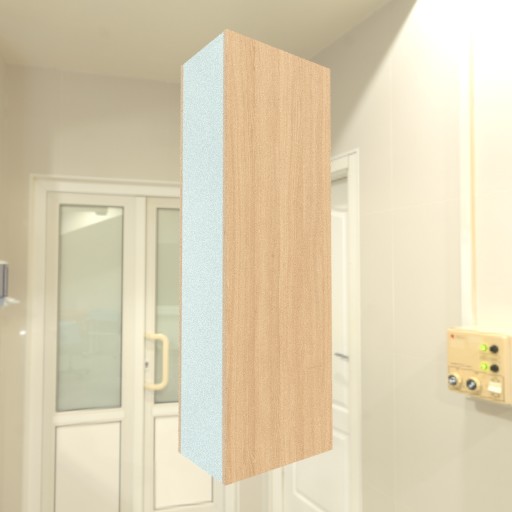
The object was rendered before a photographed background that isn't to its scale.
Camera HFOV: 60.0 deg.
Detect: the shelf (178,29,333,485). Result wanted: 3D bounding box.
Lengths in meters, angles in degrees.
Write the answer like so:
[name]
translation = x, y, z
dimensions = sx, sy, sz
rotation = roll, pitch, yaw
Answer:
[shelf]
translation = 0.000, 0.000, 1.019
dimensions = 0.290, 0.882, 0.197
rotation = 2, -3, -37
